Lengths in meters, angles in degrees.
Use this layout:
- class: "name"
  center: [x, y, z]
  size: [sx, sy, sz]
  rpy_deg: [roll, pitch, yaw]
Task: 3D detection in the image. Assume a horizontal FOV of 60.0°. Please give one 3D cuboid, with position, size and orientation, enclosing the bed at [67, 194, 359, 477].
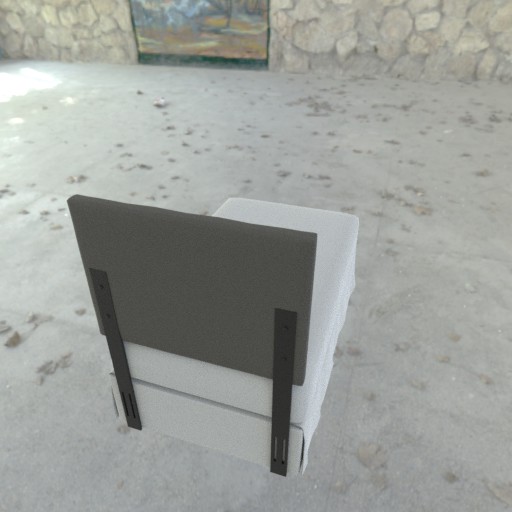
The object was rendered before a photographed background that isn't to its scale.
- class: "bed"
  center: [0.000, 0.000, 3.022]
  size: [1.261, 1.571, 1.997]
  rpy_deg: [10, 34, 16]
